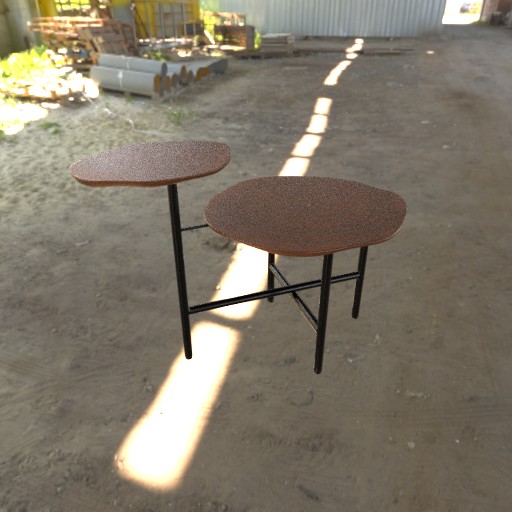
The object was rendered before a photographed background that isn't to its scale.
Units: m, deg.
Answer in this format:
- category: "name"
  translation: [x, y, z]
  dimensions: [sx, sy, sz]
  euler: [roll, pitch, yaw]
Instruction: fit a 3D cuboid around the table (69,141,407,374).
- category: "table"
  translation: [0.000, 0.000, 1.092]
  dimensions: [0.759, 0.538, 0.442]
  euler: [-10, 31, -17]
